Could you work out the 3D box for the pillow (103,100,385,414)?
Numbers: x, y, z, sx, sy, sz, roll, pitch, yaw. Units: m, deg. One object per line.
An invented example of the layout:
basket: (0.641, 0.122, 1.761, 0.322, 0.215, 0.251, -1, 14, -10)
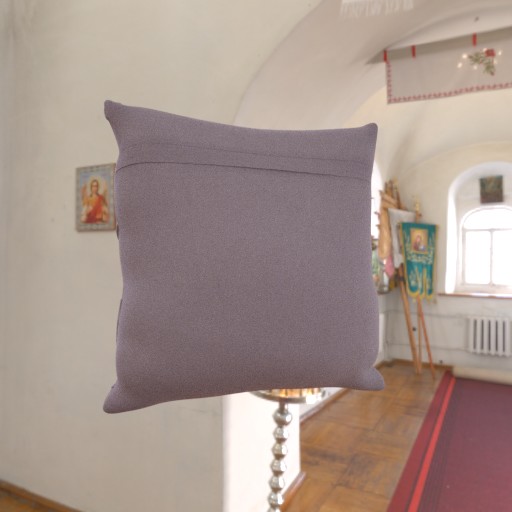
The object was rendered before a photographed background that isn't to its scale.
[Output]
pillow: (0.000, 0.000, 0.673, 0.439, 0.440, 0.185, 0, 0, -18)
